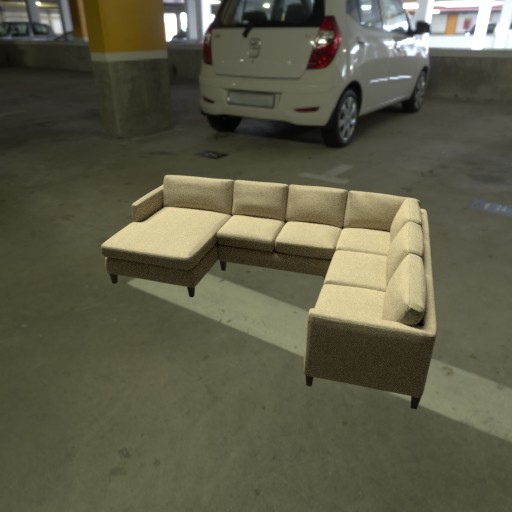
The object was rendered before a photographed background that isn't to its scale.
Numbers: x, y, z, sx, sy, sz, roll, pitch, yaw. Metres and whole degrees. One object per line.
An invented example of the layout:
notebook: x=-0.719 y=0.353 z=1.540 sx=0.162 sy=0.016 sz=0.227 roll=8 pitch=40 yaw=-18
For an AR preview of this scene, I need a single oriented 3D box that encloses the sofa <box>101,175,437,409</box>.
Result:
sofa: x=0.000 y=0.000 z=4.723 sx=3.460 sy=0.959 sz=2.593 roll=8 pitch=28 yaw=15
